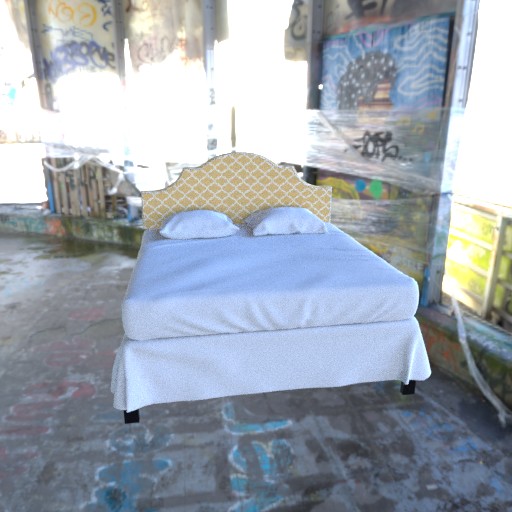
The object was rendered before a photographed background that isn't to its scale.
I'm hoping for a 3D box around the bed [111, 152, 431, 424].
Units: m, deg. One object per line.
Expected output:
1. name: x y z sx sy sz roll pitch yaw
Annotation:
1. bed: 0.000 0.000 3.776 2.314 1.601 2.222 -3 18 -9
